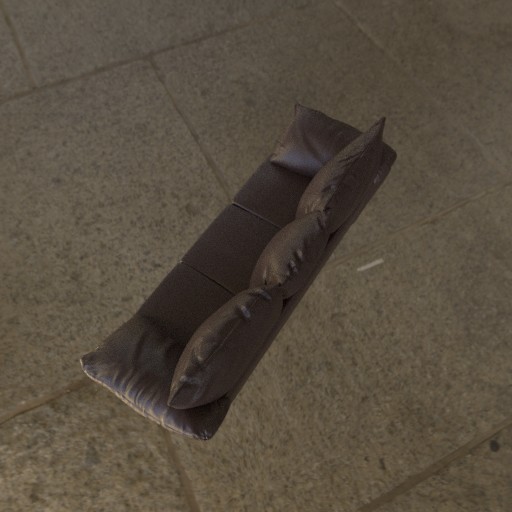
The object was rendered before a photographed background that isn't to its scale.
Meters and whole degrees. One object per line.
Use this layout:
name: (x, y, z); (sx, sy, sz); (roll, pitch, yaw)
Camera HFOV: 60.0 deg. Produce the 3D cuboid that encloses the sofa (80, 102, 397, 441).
sofa: (0.000, 0.000, 2.938); (0.907, 1.091, 2.390); (31, 66, 15)
